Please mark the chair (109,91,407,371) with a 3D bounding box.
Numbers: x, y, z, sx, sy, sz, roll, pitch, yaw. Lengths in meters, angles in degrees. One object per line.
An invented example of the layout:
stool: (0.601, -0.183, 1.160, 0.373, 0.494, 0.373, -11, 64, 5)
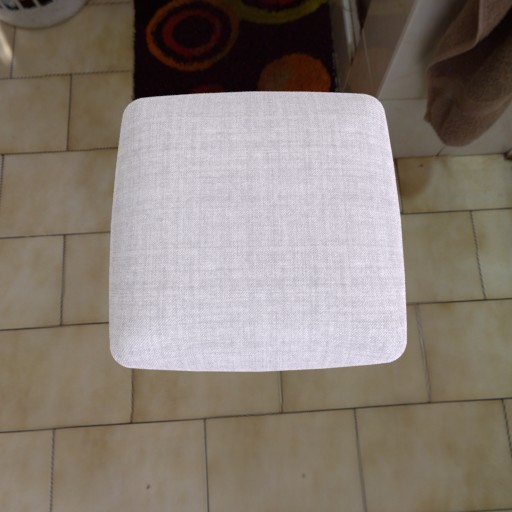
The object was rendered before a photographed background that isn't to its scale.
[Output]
chair: (0.000, 0.000, 0.706, 0.350, 0.440, 0.350, -1, 76, 0)
